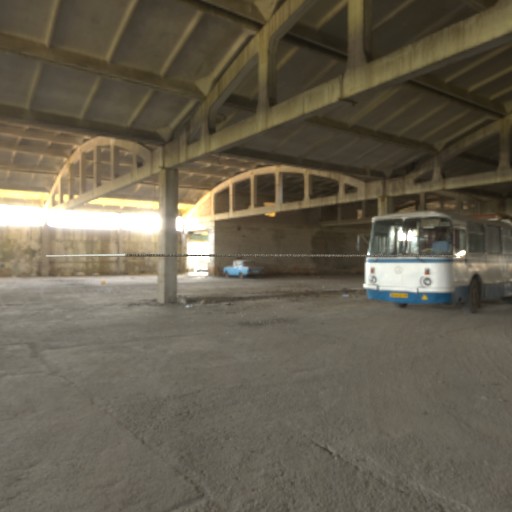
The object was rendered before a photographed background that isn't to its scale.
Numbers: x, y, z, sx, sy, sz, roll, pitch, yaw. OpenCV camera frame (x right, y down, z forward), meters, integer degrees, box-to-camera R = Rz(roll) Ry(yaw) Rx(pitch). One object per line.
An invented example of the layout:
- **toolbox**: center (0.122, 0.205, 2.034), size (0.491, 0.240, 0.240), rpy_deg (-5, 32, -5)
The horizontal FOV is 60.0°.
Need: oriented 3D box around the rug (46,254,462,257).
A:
- **rug**: center (0.000, 0.000, 2.322), size (1.815, 0.007, 1.226), rpy_deg (0, 0, -35)
